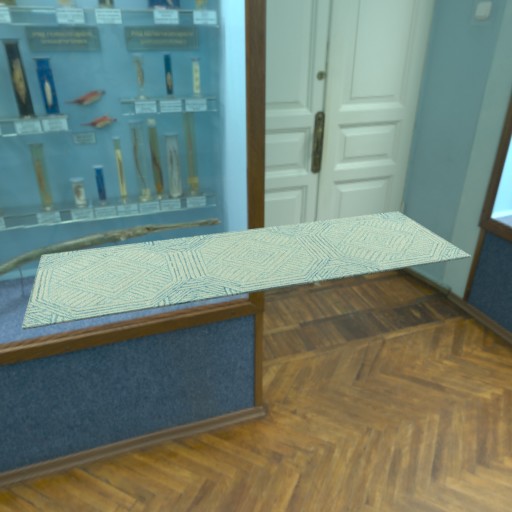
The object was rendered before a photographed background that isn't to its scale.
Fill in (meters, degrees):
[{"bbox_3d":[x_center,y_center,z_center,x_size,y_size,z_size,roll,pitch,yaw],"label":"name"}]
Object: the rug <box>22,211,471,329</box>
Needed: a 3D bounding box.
[{"bbox_3d":[0.000,0.000,2.650,2.452,0.012,0.775,-8,28,-15],"label":"rug"}]
